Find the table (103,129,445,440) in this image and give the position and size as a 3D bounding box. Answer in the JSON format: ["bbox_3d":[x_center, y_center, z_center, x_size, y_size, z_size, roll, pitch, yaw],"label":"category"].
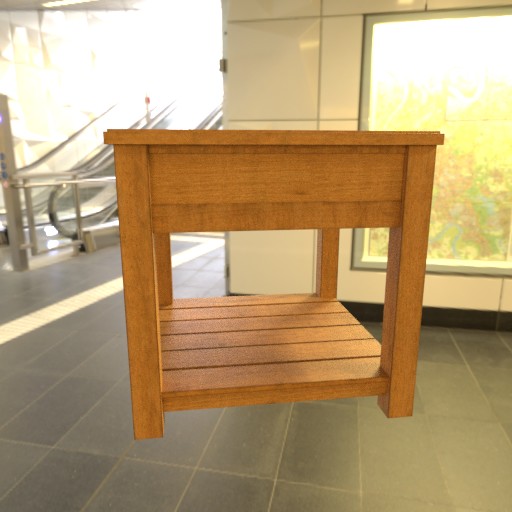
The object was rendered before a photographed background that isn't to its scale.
[{"bbox_3d":[0.000,0.000,1.134,0.612,0.593,0.616,-2,13,-8],"label":"table"}]
